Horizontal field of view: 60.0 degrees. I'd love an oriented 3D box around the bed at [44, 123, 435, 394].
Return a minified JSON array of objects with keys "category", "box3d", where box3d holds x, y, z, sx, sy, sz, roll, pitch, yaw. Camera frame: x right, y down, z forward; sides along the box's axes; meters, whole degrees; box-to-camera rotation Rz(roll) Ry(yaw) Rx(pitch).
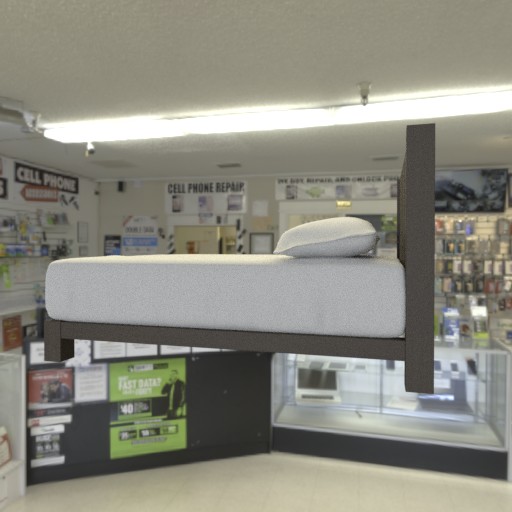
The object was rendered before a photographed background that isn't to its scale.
[{"category":"bed","box3d":[0.000,0.000,3.215,2.242,1.270,1.727,0,1,16]}]
